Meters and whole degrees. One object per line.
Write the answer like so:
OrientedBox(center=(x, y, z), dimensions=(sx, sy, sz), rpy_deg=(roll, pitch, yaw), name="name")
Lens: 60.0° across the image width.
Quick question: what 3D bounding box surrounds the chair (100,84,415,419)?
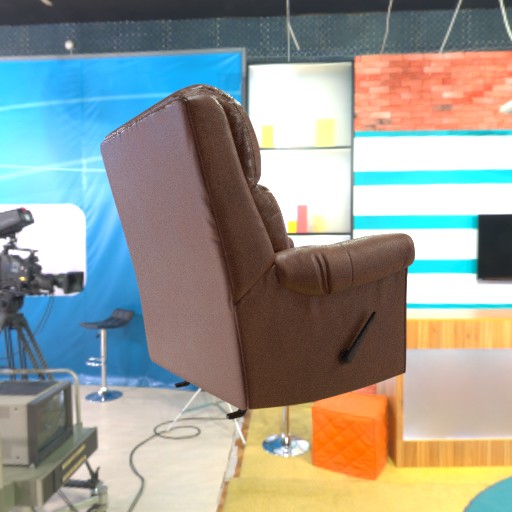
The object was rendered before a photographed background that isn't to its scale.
OrientedBox(center=(0.000, 0.000, 1.765), dimensions=(1.014, 1.054, 0.838), rpy_deg=(-1, 2, -36), name="chair")
